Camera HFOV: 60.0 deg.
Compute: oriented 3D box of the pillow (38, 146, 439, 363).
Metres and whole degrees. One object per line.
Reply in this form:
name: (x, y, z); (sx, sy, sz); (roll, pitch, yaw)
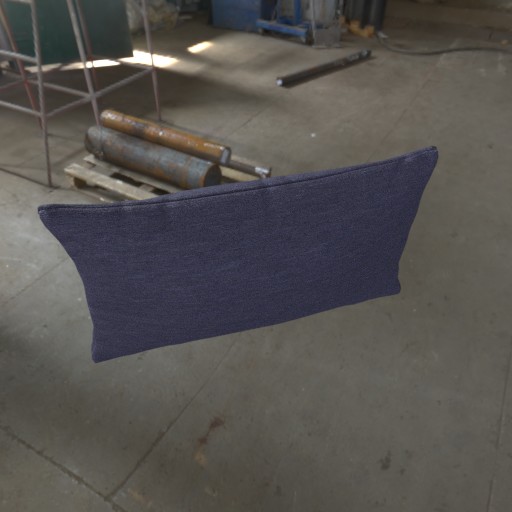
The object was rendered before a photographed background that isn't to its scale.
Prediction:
pillow: (0.000, 0.000, 0.783); (0.633, 0.338, 0.210); (-11, 42, -12)
